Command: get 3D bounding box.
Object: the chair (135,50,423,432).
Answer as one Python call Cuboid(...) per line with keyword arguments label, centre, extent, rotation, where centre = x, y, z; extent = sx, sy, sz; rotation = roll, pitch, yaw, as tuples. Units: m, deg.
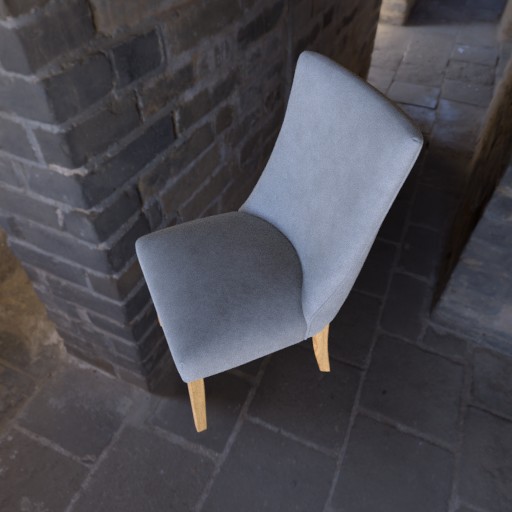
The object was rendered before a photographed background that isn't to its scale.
Cuboid(label="chair", centre=(0.000, 0.000, 1.255), extent=(0.610, 0.902, 0.495), rotation=(-18, 49, -16))
